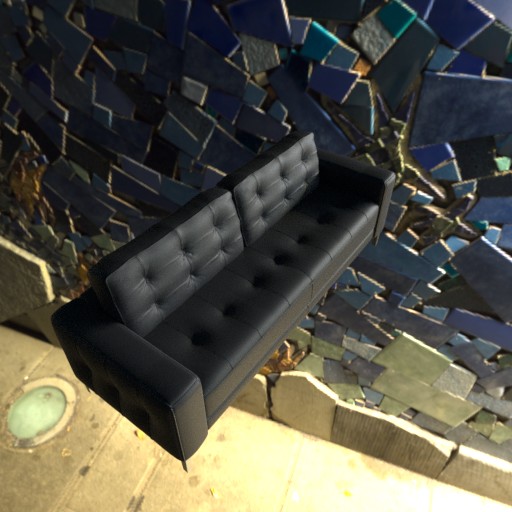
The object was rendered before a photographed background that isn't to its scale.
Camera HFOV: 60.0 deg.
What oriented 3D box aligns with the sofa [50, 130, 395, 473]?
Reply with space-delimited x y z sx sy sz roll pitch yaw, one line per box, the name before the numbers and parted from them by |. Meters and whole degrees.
sofa | 0.000 0.000 2.725 0.833 0.893 2.275 26 47 26
